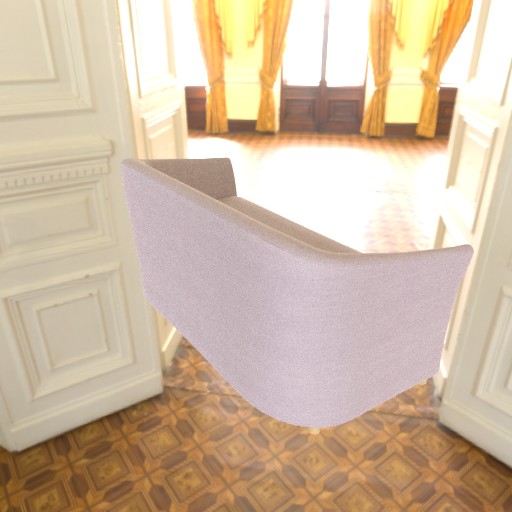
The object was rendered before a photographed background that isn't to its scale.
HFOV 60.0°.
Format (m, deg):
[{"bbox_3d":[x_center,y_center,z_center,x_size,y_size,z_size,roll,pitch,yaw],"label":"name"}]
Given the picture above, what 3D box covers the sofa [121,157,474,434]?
[{"bbox_3d":[0.000,0.000,1.861,0.705,0.721,1.452,-19,32,-32],"label":"sofa"}]
